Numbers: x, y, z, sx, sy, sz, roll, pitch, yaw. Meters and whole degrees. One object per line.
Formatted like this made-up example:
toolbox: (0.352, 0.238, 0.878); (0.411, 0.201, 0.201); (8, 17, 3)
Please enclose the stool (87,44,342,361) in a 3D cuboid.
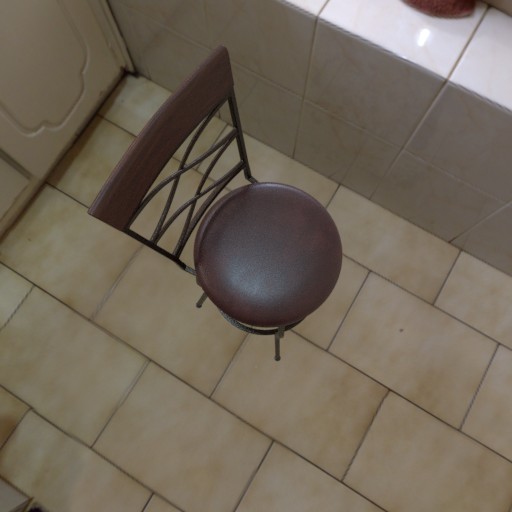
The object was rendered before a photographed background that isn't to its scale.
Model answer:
stool: (0.000, 0.000, 1.397); (0.513, 1.130, 0.448); (33, 78, 8)
